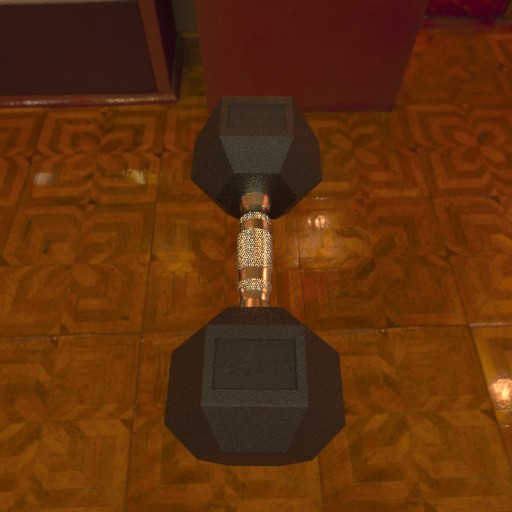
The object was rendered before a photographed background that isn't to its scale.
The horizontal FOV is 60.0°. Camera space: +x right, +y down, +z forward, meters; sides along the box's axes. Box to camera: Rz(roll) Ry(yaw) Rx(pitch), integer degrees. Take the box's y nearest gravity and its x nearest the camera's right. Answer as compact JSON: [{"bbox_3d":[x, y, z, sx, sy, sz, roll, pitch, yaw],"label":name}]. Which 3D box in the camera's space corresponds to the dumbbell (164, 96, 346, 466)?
[{"bbox_3d":[0.000,0.000,0.423,0.141,0.123,0.356,0,58,0],"label":"dumbbell"}]
